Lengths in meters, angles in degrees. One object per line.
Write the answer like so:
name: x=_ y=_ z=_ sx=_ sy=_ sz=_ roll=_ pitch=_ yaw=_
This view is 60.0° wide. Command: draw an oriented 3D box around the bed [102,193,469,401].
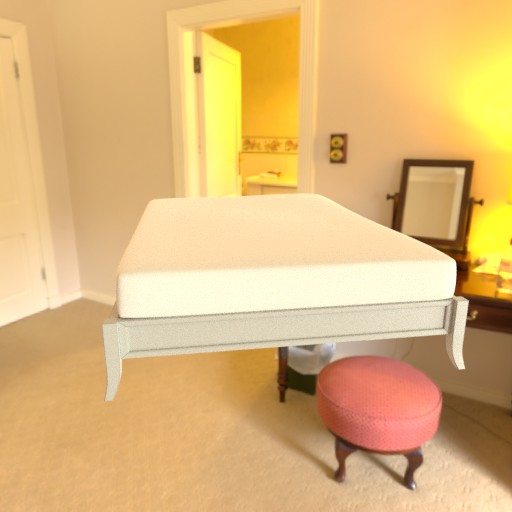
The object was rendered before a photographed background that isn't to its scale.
bed: x=0.000 y=0.000 z=2.625 sx=1.460 sy=0.510 sz=1.985 roll=-2 pitch=16 yaw=-9
